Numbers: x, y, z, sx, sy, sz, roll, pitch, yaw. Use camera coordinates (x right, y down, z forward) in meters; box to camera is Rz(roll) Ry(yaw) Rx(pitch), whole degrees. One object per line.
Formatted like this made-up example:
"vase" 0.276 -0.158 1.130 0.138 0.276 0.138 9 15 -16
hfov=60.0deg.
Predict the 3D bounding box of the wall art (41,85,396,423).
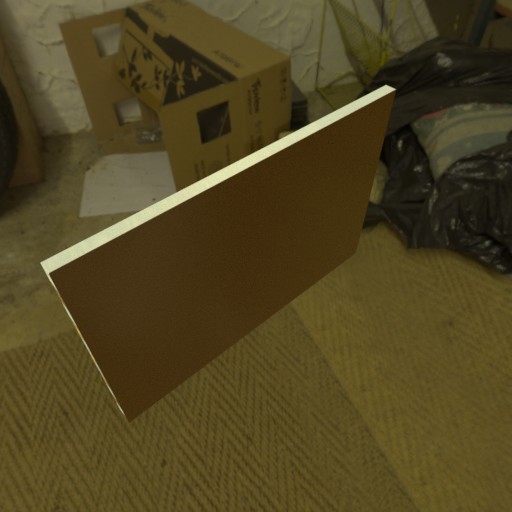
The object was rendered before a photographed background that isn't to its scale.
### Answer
"wall art" 0.000 0.000 1.435 1.145 0.762 0.041 -33 56 -26
